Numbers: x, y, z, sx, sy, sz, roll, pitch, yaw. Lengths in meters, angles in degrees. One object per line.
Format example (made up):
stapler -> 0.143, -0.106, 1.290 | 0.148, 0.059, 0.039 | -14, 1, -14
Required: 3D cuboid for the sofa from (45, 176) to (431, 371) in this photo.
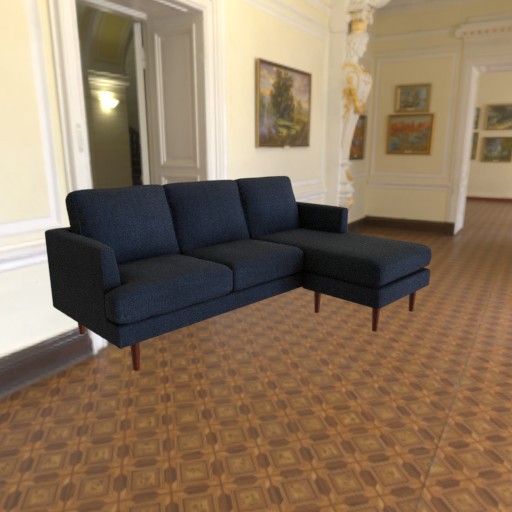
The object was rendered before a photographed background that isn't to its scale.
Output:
sofa -> 0.000, 0.000, 3.028 | 2.233, 0.956, 1.504 | -13, 19, -43
